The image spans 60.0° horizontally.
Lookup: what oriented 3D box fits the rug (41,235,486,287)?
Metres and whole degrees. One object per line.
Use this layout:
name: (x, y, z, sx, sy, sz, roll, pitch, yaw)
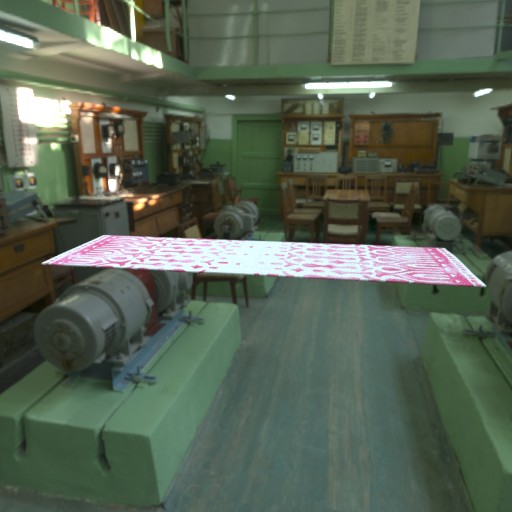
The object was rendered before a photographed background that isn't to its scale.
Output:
rug: (0.000, 0.000, 2.772, 2.458, 0.011, 0.787, 3, 15, 9)
